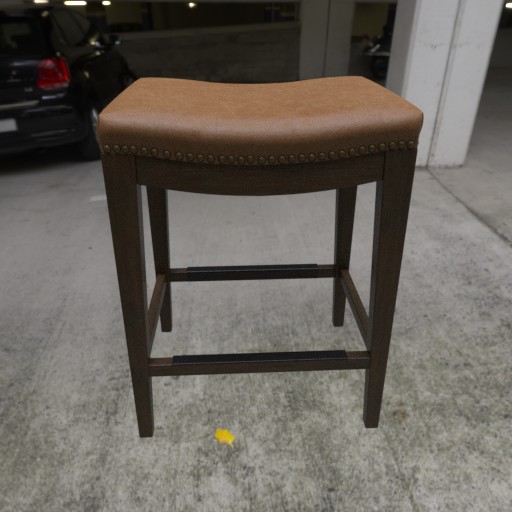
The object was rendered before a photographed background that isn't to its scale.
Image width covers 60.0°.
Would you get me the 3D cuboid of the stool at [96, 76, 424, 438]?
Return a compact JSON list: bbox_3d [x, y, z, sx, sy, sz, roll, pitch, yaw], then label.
[{"bbox_3d":[0.000,0.000,0.921,0.500,0.660,0.361,-1,30,-2],"label":"stool"}]
